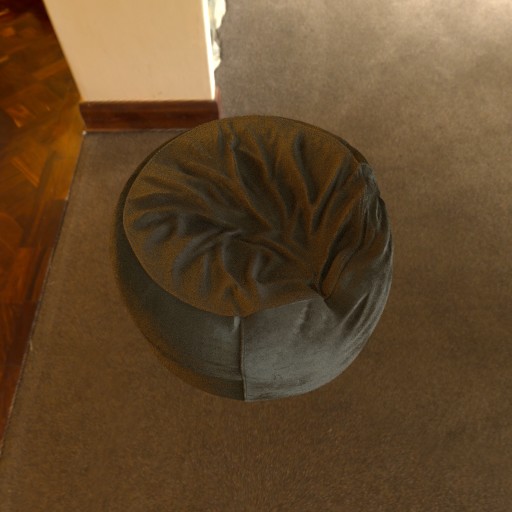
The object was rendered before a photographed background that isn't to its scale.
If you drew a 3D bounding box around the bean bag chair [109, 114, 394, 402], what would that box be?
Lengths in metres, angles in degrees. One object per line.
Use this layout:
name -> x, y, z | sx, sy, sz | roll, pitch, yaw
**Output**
bean bag chair -> 0.000, 0.000, 1.530 | 0.918, 0.605, 0.918 | 0, 58, 0
